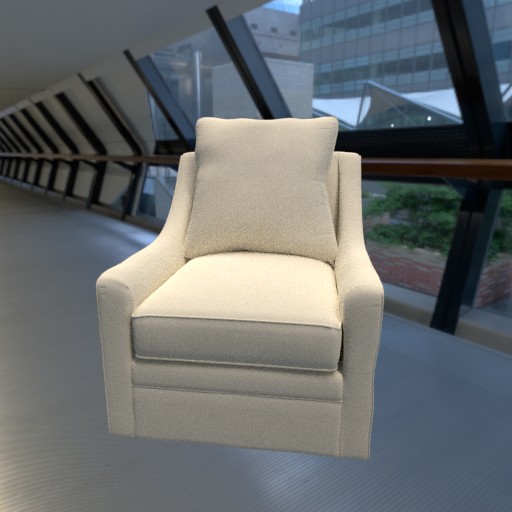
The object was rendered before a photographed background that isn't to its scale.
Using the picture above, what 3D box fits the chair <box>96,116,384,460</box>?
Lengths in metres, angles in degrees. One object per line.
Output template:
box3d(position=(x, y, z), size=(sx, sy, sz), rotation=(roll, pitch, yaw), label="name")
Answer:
box3d(position=(0.000, 0.000, 1.548), size=(0.756, 0.965, 0.876), rotation=(2, 14, 8), label="chair")
